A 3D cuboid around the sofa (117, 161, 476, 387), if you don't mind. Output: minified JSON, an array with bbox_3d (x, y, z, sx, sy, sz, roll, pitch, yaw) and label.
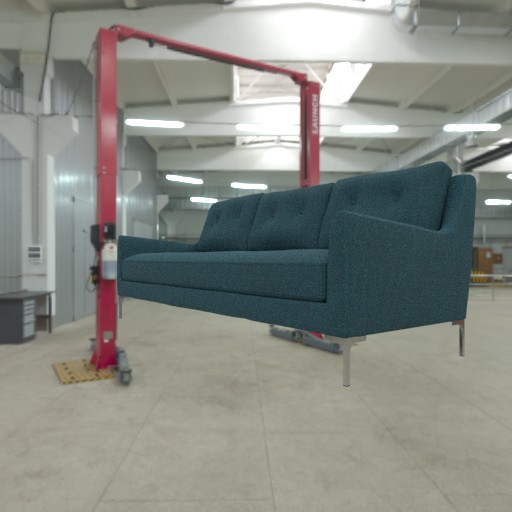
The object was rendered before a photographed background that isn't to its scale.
[{"bbox_3d":[0.000,0.000,2.453,0.849,0.837,2.060,0,0,-37],"label":"sofa"}]
